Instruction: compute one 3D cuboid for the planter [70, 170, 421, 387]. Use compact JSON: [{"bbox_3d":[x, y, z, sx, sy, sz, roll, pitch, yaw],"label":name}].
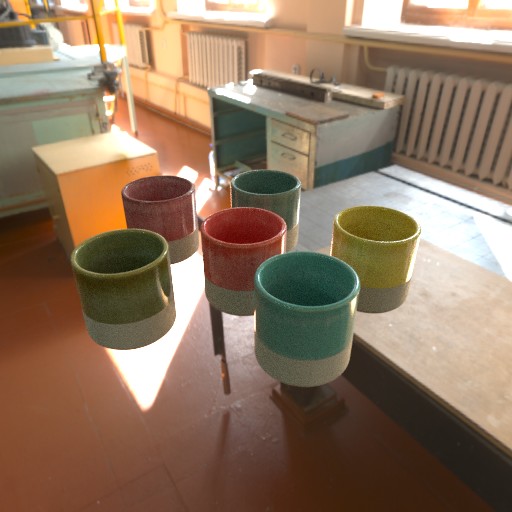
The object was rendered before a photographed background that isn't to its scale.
[{"bbox_3d":[0.000,0.000,0.412,0.286,0.075,0.257,0,31,0],"label":"planter"}]
